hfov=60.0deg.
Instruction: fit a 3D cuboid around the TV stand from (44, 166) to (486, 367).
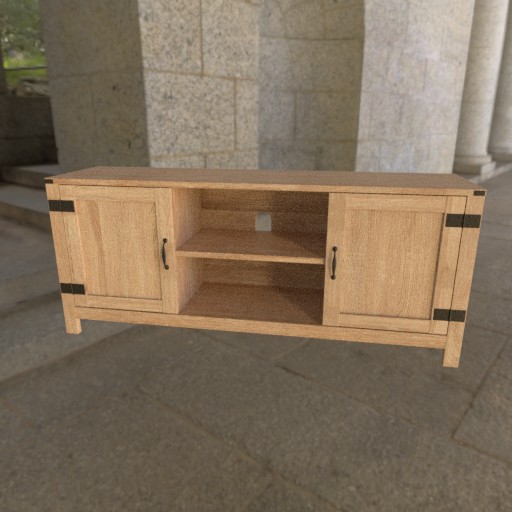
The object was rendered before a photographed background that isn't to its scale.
[{"bbox_3d":[0.000,0.000,1.706,1.466,0.610,0.398,3,18,9],"label":"TV stand"}]
